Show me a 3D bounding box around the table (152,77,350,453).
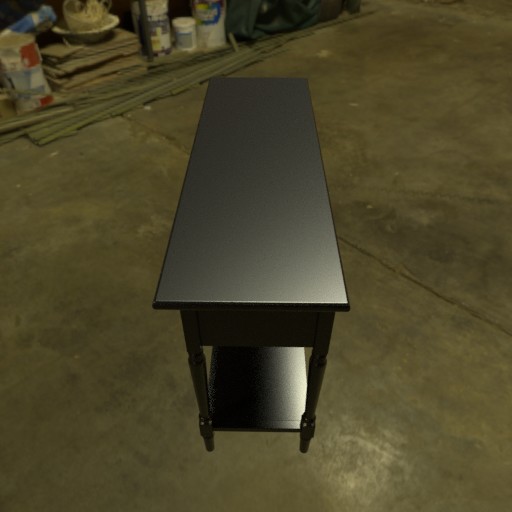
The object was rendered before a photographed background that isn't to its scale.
[{"bbox_3d":[0.000,0.000,1.569,0.386,0.819,1.191,1,42,1],"label":"table"}]
